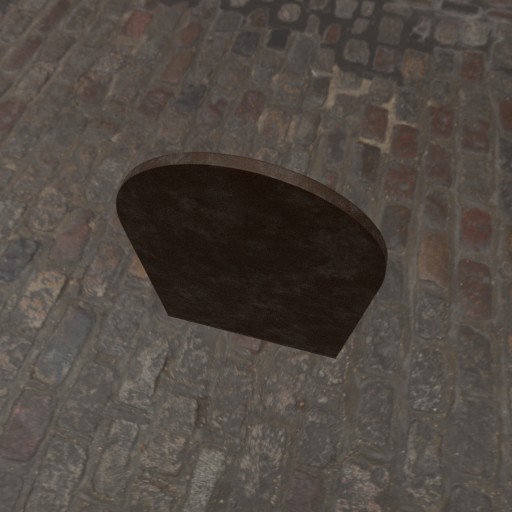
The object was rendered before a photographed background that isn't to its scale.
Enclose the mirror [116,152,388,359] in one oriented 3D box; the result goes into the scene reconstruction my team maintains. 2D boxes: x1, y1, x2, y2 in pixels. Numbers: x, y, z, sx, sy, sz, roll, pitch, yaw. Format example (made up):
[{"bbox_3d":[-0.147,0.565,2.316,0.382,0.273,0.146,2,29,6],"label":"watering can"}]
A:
[{"bbox_3d":[0.000,0.000,0.983,0.510,0.770,0.137,13,63,7],"label":"mirror"}]
